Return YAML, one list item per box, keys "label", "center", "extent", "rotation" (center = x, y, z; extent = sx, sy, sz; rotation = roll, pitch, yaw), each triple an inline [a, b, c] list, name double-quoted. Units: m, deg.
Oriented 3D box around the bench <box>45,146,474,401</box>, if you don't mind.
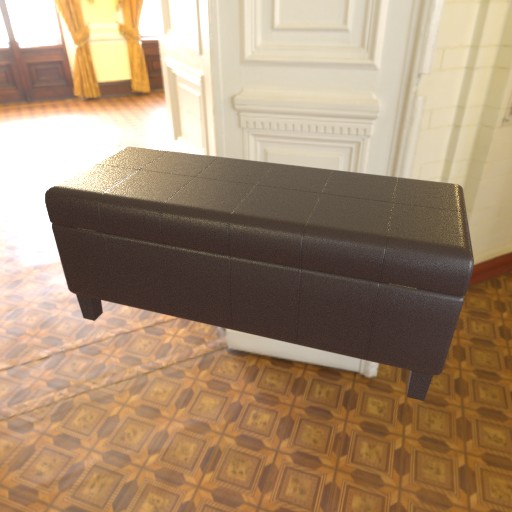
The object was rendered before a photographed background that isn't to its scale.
- label: "bench"
  center: [0.000, 0.000, 1.332]
  extent: [1.092, 0.457, 0.429]
  rotation: [10, 33, 16]
